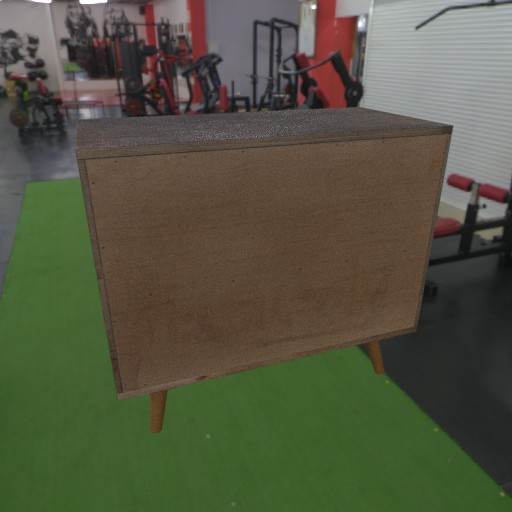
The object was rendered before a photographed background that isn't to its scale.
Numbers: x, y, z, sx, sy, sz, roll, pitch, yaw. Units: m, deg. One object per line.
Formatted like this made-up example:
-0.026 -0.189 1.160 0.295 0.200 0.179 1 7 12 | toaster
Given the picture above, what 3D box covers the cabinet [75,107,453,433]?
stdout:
0.000 0.000 1.532 1.023 0.897 0.529 -9 26 -18 | cabinet
